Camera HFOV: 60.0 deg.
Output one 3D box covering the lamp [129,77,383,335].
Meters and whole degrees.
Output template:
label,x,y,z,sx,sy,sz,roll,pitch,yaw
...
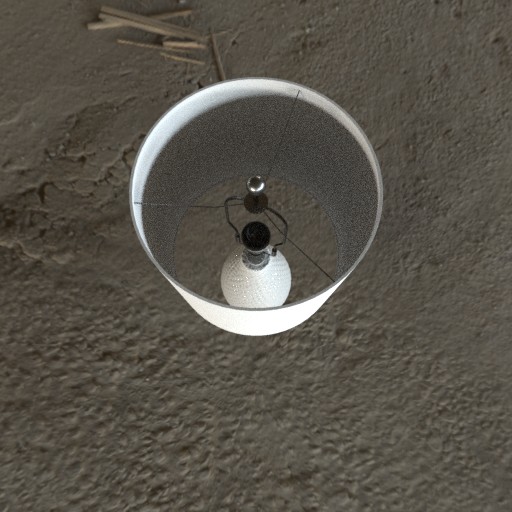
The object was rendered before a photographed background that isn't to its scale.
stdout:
label,x,y,z,sx,sy,sz,roll,pitch,yaw
lamp,0.000,0.000,0.592,0.214,0.466,0.214,22,76,6
